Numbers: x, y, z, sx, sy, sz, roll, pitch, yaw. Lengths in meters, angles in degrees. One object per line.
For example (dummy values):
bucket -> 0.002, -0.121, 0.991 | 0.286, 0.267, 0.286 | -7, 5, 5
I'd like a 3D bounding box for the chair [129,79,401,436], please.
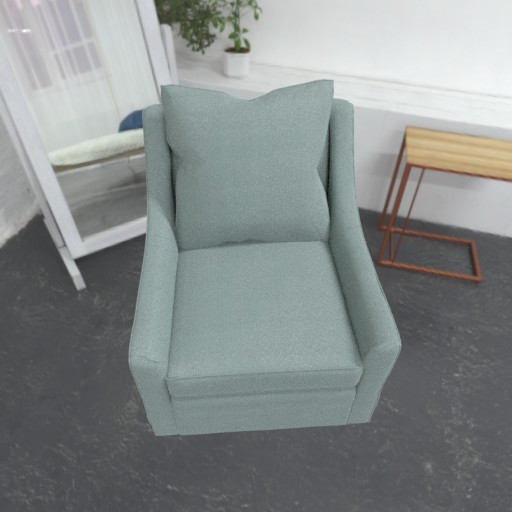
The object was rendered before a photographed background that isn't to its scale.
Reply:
chair -> 0.000, 0.000, 1.544 | 0.760, 0.926, 0.870 | -3, 45, -3
